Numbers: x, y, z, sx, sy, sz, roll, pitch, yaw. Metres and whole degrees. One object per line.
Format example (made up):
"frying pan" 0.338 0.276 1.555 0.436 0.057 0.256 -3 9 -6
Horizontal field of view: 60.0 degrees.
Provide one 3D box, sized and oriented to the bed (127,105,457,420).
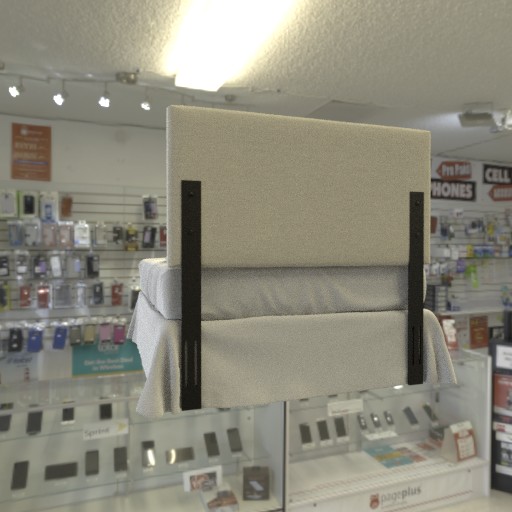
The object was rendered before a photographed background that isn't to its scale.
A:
"bed" 0.000 0.000 3.475 1.936 1.577 2.222 0 1 -18
